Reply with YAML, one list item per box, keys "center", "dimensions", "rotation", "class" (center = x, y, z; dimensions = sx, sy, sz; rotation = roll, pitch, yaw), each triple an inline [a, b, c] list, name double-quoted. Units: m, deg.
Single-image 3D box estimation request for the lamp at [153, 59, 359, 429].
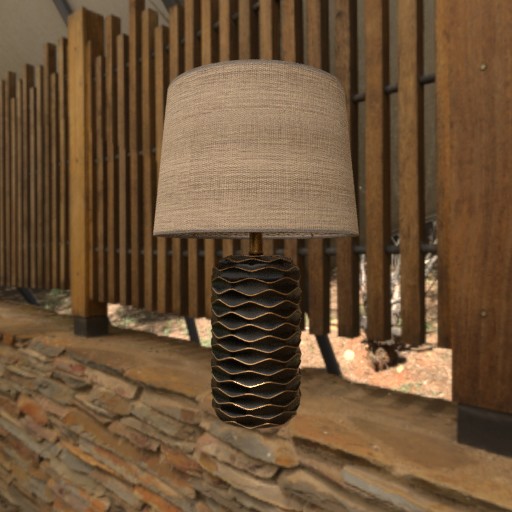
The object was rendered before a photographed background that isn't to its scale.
- center: [0.000, 0.000, 0.831]
  dimensions: [0.376, 0.594, 0.376]
  rotation: [0, 1, 0]
  class: "lamp"
